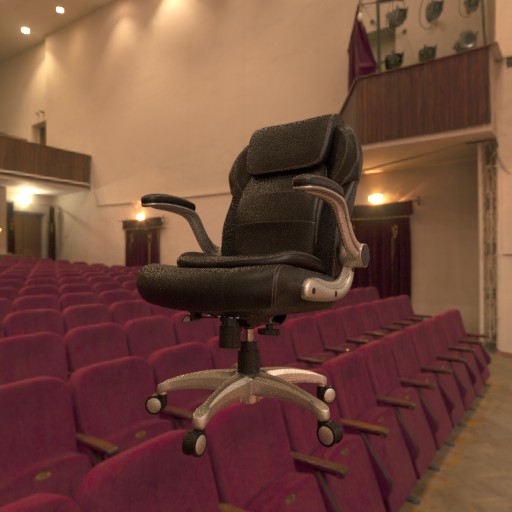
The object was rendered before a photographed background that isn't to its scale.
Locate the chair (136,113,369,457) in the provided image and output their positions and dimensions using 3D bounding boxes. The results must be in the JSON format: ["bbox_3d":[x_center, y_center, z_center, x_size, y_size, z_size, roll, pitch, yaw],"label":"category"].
[{"bbox_3d":[0.000,0.000,1.589,0.724,1.141,0.801,-1,-1,35],"label":"chair"}]
